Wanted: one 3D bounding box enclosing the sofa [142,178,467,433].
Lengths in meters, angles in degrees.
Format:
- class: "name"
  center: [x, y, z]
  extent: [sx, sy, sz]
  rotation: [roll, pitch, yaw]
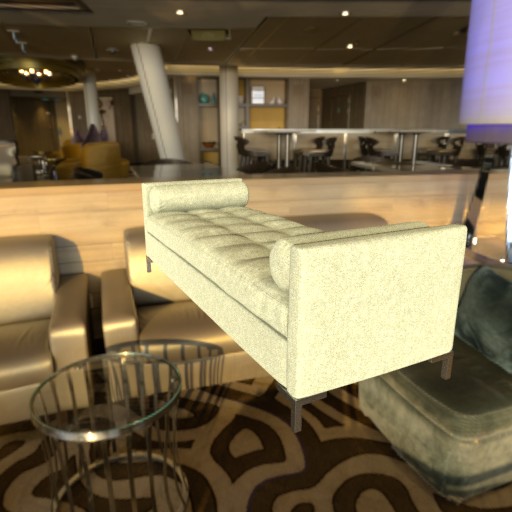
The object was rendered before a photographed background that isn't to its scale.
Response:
- class: "sofa"
  center: [0.000, 0.000, 2.502]
  extent: [0.797, 0.657, 2.102]
  rotation: [-8, 18, -26]
